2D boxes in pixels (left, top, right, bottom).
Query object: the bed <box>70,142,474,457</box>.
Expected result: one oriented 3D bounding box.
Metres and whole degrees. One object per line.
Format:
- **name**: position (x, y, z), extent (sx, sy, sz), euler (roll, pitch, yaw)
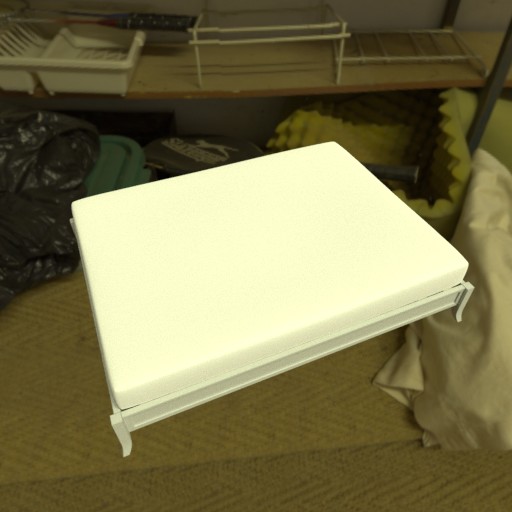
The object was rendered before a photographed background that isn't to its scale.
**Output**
- **bed**: position (0.000, 0.000, 2.821), extent (2.108, 0.510, 1.604), euler (-17, 47, -16)
